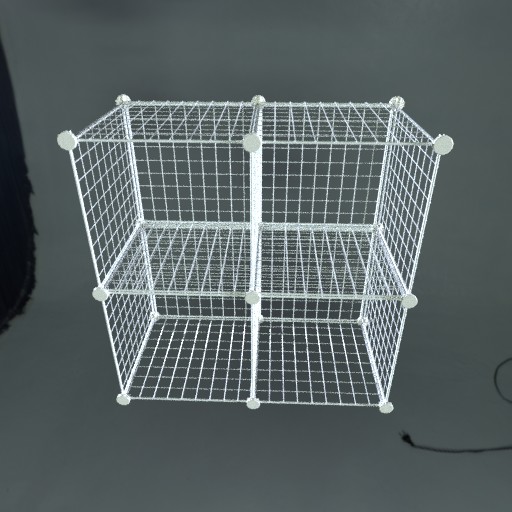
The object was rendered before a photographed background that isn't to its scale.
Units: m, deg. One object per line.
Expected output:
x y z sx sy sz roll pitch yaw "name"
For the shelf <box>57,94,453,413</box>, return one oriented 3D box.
0.000 0.000 1.121 0.711 0.711 0.356 1 30 2 "shelf"
